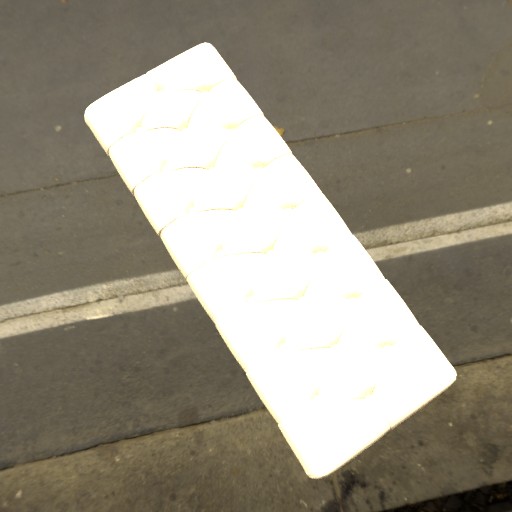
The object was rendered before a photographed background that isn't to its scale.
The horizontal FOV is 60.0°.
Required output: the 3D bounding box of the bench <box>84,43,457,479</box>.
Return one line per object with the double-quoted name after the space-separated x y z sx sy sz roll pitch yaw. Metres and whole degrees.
0.000 0.000 1.255 0.400 0.470 1.054 -32 78 -8 "bench"
